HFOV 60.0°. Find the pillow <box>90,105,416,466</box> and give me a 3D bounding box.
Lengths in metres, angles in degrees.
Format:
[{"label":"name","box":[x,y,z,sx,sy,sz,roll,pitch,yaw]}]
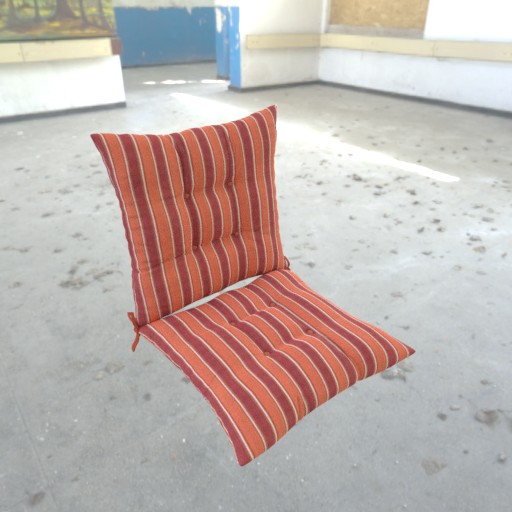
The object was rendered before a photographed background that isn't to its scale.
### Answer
[{"label":"pillow","box":[0.000,0.000,1.011,0.541,0.536,0.585,-20,35,-32]}]
